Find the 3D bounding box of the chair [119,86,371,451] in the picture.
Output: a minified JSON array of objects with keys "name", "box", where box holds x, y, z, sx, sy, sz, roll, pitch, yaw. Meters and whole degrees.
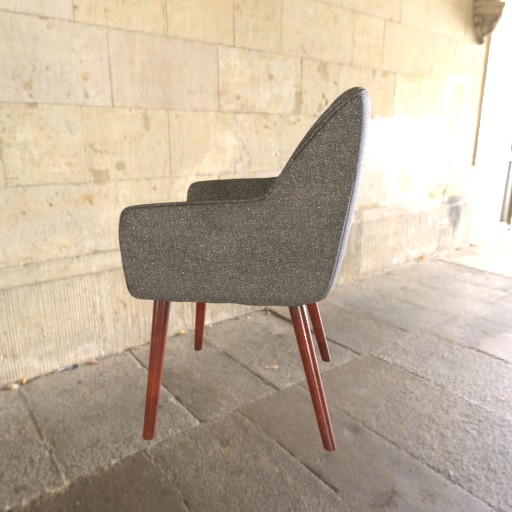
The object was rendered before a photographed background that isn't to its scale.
[{"name":"chair","box":[0.000,0.000,1.169,0.519,0.803,0.543,2,15,7]}]
